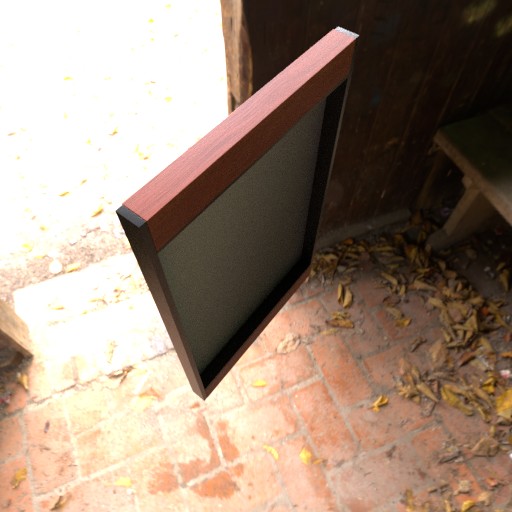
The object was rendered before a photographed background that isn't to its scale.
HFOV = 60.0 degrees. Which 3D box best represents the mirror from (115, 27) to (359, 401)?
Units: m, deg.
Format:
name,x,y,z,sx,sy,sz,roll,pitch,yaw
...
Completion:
name,x,y,z,sx,sy,sz,roll,pitch,yaw
mirror,0.000,0.000,1.013,0.047,0.823,0.525,34,63,19
